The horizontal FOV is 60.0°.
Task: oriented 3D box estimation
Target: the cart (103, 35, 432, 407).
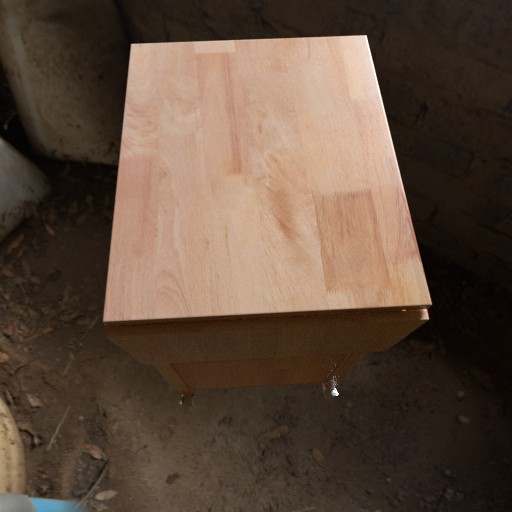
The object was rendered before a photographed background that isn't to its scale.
[{"bbox_3d":[0.000,0.000,1.177,0.508,0.838,0.640,-3,64,-1],"label":"cart"}]
